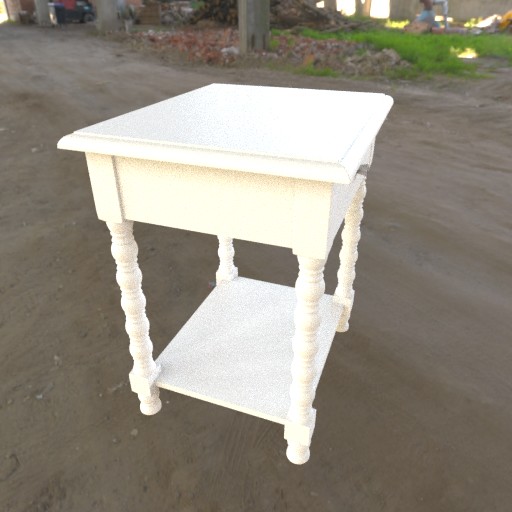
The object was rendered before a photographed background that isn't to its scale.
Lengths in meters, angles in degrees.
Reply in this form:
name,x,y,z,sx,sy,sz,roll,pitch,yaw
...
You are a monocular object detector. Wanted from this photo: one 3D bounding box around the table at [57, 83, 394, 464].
name,x,y,z,sx,sy,sz,roll,pitch,yaw
table,0.000,0.000,0.828,0.381,0.531,0.460,11,31,18
